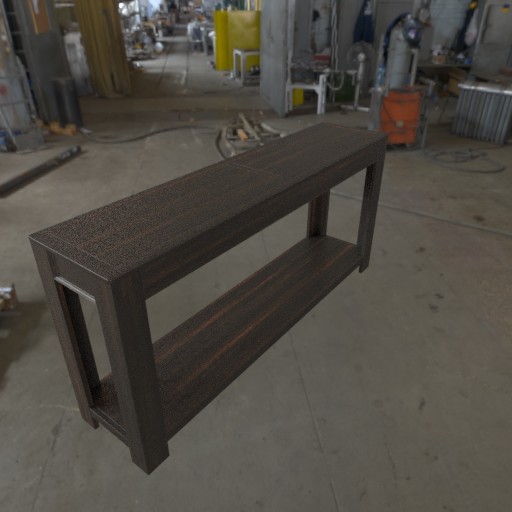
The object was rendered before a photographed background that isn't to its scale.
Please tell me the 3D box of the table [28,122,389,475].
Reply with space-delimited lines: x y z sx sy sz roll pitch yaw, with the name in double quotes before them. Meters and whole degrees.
"table" 0.000 0.000 1.899 0.384 0.762 1.631 21 37 32
